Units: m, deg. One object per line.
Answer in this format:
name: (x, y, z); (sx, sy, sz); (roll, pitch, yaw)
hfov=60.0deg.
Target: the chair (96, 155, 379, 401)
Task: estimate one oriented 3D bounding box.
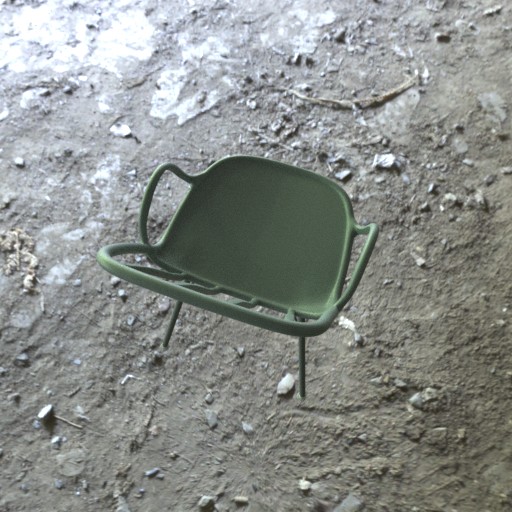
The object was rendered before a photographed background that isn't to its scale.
chair: (0.000, 0.000, 1.191); (0.549, 0.816, 0.597); (18, 65, 8)
